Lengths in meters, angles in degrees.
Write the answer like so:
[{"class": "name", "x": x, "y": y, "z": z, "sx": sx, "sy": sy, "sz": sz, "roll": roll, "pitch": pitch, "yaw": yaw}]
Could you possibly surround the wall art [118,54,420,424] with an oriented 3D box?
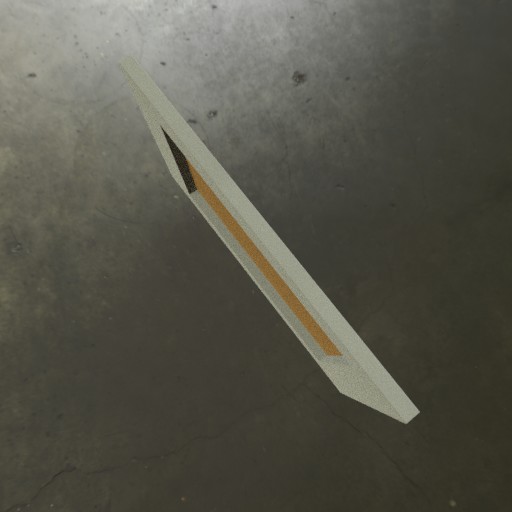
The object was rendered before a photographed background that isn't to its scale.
[{"class": "wall art", "x": 0.000, "y": 0.000, "z": 1.156, "sx": 0.033, "sy": 0.617, "sz": 0.906, "roll": -37, "pitch": 80, "yaw": -7}]
